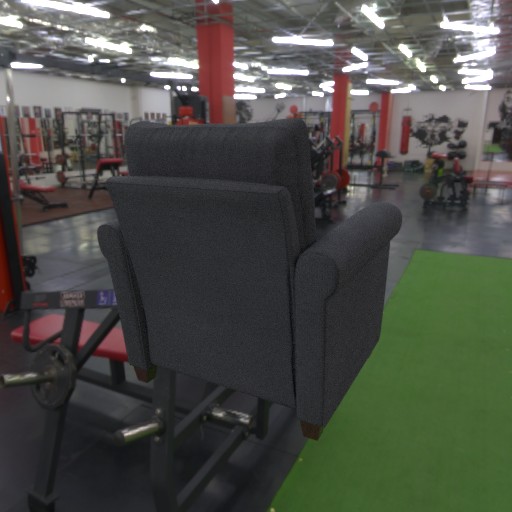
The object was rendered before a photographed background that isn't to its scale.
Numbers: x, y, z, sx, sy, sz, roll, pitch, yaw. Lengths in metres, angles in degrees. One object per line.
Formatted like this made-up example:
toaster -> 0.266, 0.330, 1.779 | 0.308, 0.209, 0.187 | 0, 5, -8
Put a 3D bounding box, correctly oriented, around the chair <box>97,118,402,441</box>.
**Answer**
chair -> 0.000, 0.000, 1.623 | 0.867, 0.942, 0.828 | 8, 17, 28
